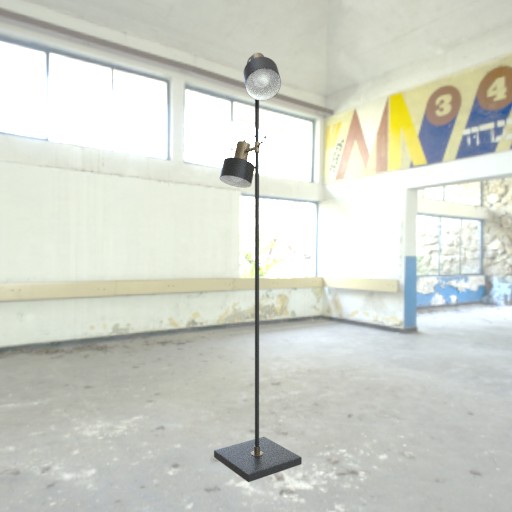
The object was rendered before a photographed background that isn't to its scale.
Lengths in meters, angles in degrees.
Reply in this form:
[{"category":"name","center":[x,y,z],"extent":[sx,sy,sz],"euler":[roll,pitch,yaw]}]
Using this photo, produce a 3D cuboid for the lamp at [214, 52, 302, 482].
[{"category":"lamp","center":[0.000,0.000,1.644],"extent":[0.233,1.505,0.315],"euler":[1,-1,-35]}]
